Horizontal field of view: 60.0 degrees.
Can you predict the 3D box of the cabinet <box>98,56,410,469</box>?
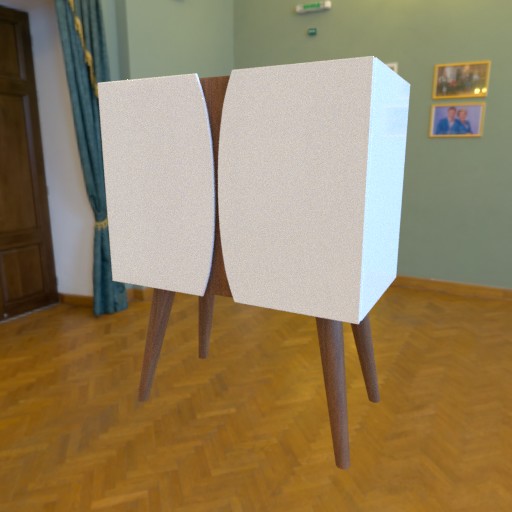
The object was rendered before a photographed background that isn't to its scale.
[{"bbox_3d":[0.000,0.000,1.052,0.591,0.772,0.344,7,15,27],"label":"cabinet"}]
